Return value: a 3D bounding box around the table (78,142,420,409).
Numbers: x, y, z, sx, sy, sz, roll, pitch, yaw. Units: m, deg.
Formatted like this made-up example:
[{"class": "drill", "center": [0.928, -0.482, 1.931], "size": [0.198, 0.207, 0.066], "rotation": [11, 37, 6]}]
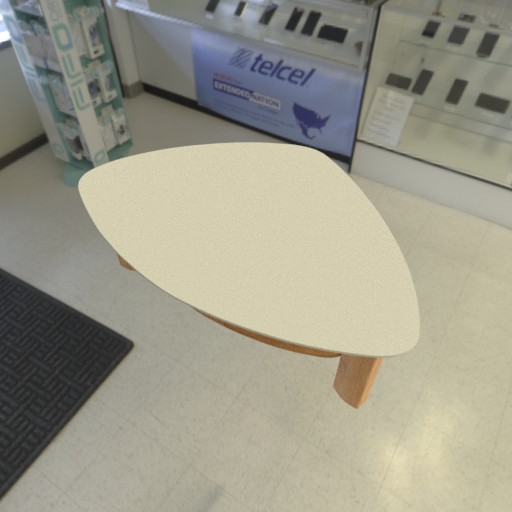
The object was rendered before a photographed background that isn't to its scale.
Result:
[{"class": "table", "center": [0.000, 0.000, 1.629], "size": [1.250, 0.440, 0.850], "rotation": [27, 52, 23]}]
